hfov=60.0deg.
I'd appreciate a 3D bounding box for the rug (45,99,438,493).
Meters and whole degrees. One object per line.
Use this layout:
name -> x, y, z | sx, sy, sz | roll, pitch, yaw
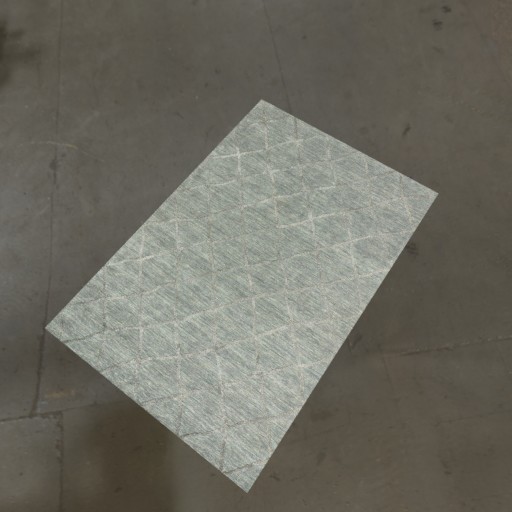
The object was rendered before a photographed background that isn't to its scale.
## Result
rug -> 0.000, 0.000, 2.906 | 1.521, 0.006, 2.283 | 33, 69, 15
